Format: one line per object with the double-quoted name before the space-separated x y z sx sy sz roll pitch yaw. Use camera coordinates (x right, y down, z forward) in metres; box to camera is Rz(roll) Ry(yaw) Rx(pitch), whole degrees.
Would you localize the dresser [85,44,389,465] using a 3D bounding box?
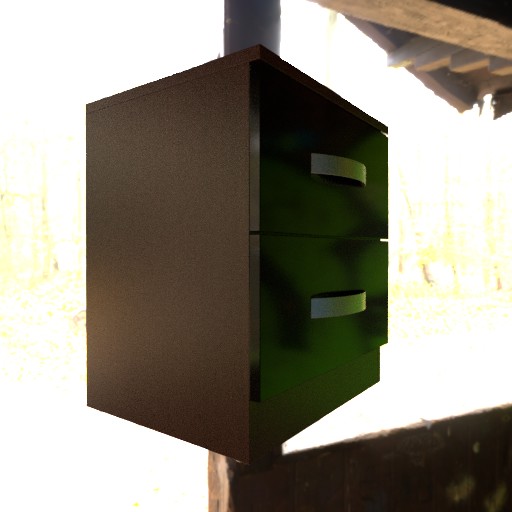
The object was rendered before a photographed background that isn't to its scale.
"dresser" 0.000 0.000 0.740 0.360 0.470 0.400 0 1 36
